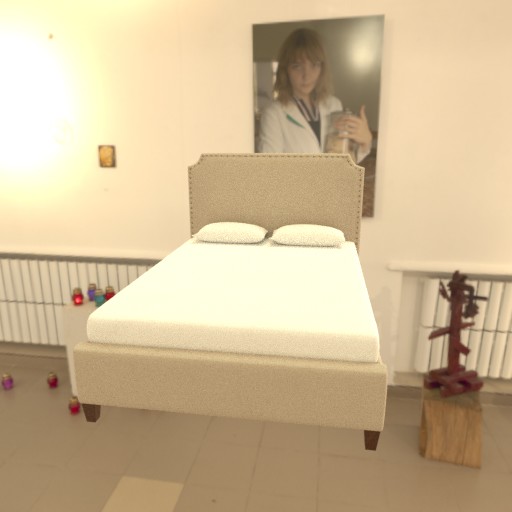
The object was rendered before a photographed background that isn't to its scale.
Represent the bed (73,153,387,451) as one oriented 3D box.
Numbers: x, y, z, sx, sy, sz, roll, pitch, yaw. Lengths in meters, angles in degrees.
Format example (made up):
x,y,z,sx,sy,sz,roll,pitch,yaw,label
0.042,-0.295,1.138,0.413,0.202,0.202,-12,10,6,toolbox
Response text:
x,y,z,sx,sy,sz,roll,pitch,yaw,label
0.000,0.000,3.355,1.713,1.443,2.372,2,15,8,bed
